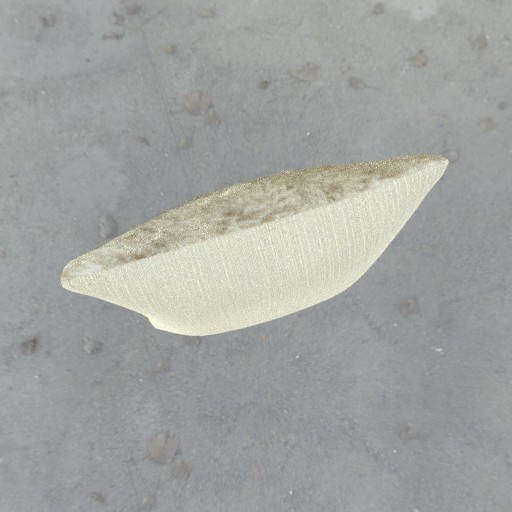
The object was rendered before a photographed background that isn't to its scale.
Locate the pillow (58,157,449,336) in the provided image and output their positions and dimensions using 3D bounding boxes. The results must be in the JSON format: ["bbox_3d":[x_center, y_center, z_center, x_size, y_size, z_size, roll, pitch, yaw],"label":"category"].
[{"bbox_3d":[0.000,0.000,0.813,0.538,0.525,0.216,-17,75,-5],"label":"pillow"}]
